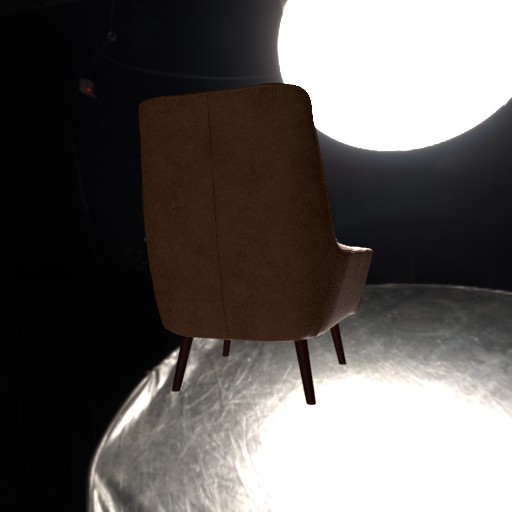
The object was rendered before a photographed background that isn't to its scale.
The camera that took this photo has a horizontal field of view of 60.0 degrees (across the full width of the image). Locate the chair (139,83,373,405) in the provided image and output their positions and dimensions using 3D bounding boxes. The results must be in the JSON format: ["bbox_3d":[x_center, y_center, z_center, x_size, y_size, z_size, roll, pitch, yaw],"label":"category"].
[{"bbox_3d":[0.000,0.000,1.543,0.753,0.883,0.851,0,0,17],"label":"chair"}]
